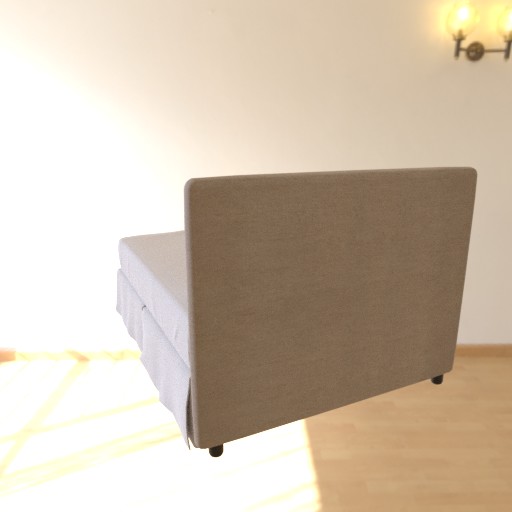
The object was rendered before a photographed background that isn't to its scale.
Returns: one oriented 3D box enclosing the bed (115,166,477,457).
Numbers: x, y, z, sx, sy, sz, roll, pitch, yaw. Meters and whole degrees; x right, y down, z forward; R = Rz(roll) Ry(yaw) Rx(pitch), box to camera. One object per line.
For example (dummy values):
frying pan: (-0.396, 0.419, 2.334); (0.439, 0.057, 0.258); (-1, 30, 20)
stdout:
bed: (0.000, 0.000, 3.146); (1.713, 1.330, 2.162); (-7, 17, -25)
